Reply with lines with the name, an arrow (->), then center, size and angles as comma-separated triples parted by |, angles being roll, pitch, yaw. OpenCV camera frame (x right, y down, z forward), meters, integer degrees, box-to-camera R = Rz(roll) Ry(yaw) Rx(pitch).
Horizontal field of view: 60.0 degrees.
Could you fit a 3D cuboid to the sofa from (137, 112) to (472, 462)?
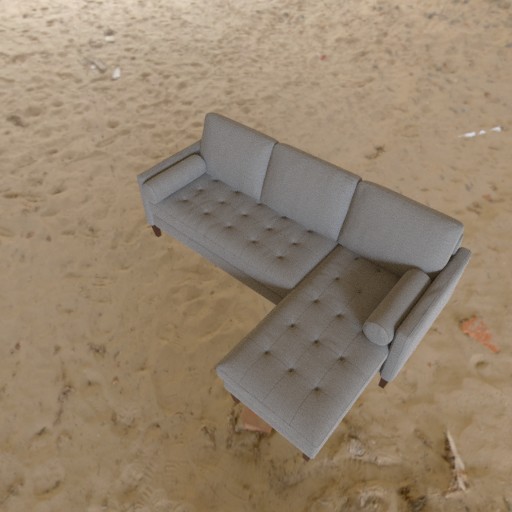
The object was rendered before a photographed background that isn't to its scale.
sofa -> 0.000, 0.000, 2.886 | 2.178, 0.875, 1.506 | 31, 54, 27
